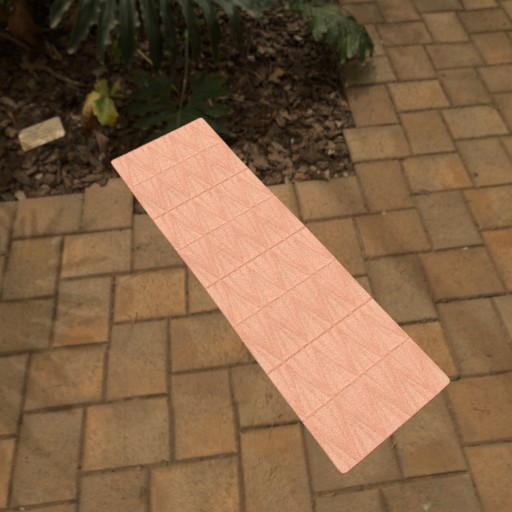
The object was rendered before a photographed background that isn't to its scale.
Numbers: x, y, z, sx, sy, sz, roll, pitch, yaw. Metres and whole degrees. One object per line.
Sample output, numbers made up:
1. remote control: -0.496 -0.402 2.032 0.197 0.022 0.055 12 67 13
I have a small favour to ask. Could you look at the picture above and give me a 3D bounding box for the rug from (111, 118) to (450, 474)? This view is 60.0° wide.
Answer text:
1. rug: 0.000 0.000 2.697 0.760 0.015 2.435 -32 64 -17
